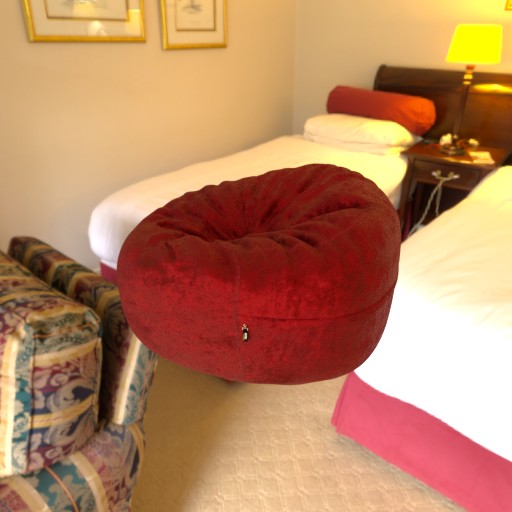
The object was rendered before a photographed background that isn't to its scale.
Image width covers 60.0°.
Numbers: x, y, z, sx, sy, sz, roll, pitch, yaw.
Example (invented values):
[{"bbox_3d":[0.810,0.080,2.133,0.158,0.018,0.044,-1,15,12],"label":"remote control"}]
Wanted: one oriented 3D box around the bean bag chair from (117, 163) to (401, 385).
[{"bbox_3d":[0.000,0.000,2.523,1.524,0.878,1.524,1,27,2],"label":"bean bag chair"}]
